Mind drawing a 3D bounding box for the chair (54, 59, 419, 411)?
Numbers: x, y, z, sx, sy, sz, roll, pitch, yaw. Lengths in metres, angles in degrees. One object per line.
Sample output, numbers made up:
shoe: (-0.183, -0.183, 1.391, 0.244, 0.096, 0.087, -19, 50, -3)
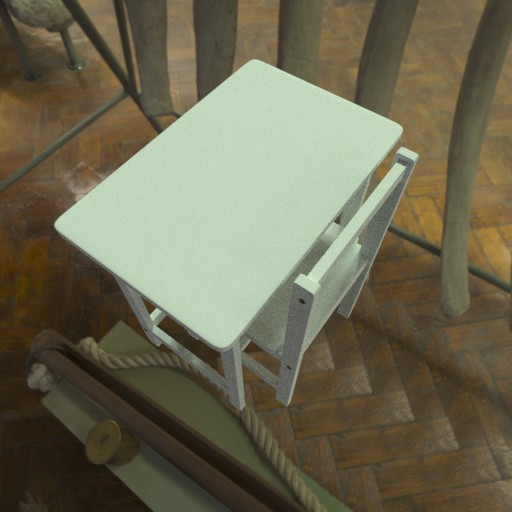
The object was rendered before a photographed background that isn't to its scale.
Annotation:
chair: (0.000, 0.000, 1.062, 0.461, 0.673, 0.599, 32, 64, 18)
